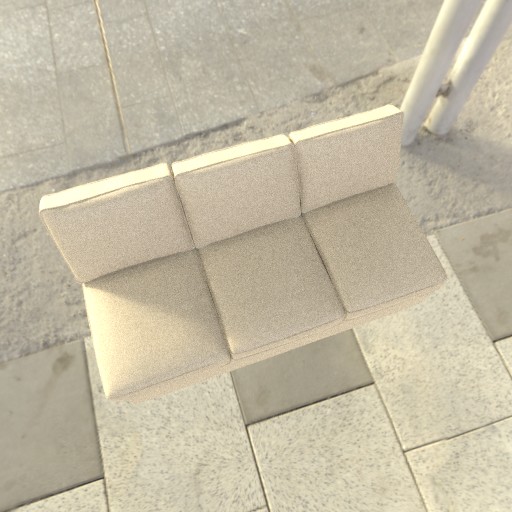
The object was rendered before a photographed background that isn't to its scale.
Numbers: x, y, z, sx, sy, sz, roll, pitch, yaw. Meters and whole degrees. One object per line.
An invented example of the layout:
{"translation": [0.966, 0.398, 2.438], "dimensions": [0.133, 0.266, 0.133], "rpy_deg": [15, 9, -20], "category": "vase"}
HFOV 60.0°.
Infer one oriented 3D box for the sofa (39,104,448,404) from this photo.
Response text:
{"translation": [0.000, 0.000, 2.523], "dimensions": [1.962, 0.973, 1.027], "rpy_deg": [-18, 66, -8], "category": "sofa"}
